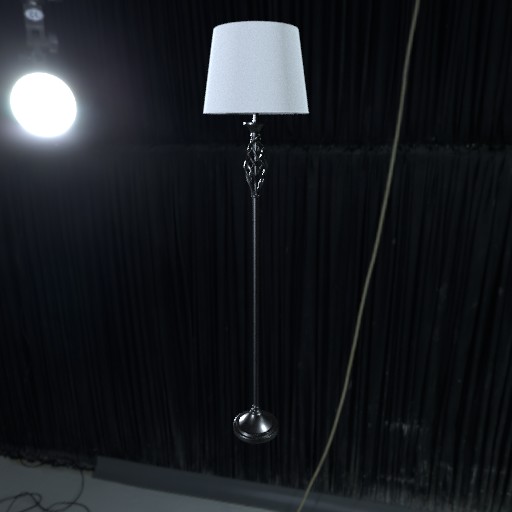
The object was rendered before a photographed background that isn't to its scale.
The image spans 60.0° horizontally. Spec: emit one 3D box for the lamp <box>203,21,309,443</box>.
[{"bbox_3d":[0.000,0.000,1.761,0.379,1.623,0.379,0,17,0],"label":"lamp"}]
